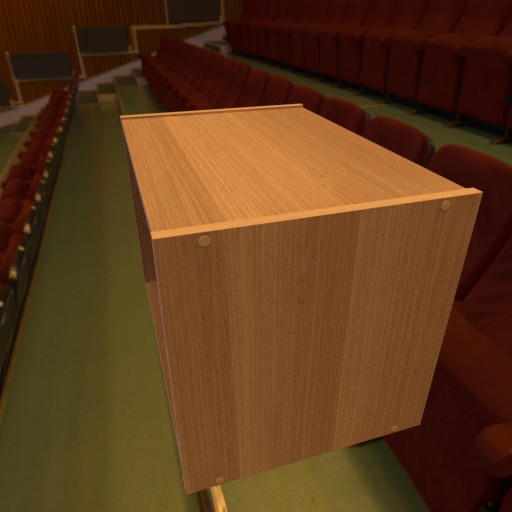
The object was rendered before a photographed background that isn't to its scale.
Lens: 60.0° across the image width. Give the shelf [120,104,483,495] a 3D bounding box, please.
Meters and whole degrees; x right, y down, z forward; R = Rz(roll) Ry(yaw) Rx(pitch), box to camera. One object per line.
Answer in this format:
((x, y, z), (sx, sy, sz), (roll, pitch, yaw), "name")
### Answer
((0.000, 0.000, 0.602), (0.290, 0.305, 0.415), (-9, 31, -16), "shelf")
